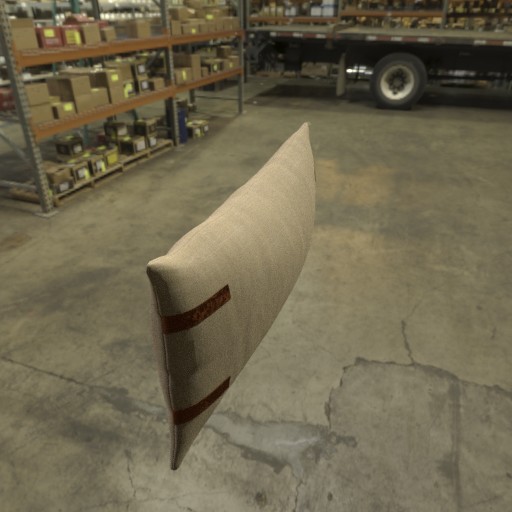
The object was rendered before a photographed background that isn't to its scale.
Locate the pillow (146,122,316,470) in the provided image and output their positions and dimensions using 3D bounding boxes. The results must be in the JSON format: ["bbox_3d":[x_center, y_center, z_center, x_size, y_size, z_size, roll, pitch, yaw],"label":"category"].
[{"bbox_3d":[0.000,0.000,0.739,0.148,0.308,0.612,10,31,18],"label":"pillow"}]
